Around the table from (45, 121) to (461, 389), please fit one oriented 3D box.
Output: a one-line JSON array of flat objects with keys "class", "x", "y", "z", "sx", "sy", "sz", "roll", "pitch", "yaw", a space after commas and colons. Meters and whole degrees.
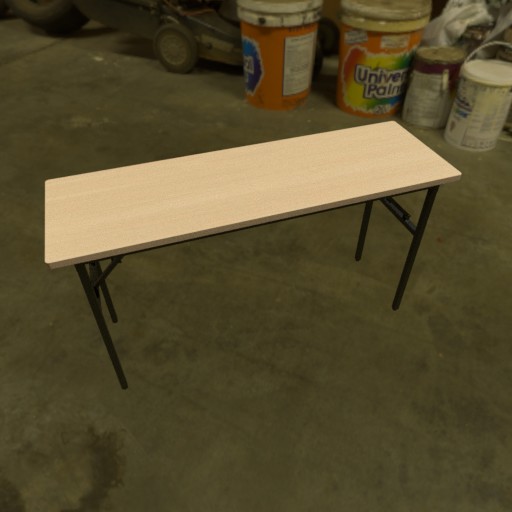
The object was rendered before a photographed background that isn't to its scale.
[{"class": "table", "x": 0.000, "y": 0.000, "z": 1.808, "sx": 1.397, "sy": 0.750, "sz": 0.447, "roll": -13, "pitch": 44, "yaw": -14}]
